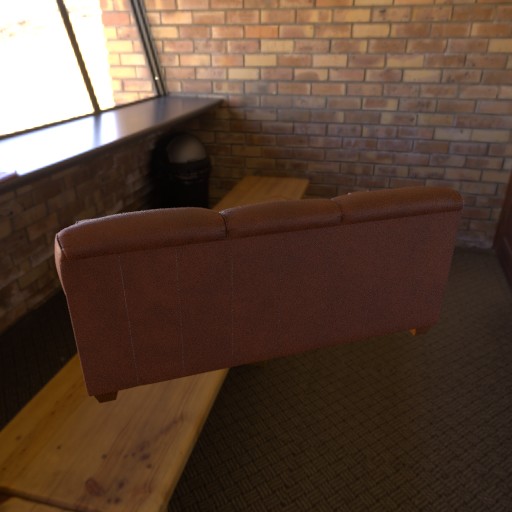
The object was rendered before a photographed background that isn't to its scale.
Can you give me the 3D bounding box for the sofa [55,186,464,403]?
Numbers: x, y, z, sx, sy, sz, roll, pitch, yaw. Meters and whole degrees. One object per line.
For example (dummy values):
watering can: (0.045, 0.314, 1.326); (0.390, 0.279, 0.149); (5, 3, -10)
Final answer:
sofa: (0.000, 0.000, 2.633); (2.039, 0.953, 1.008); (-8, 27, -16)
